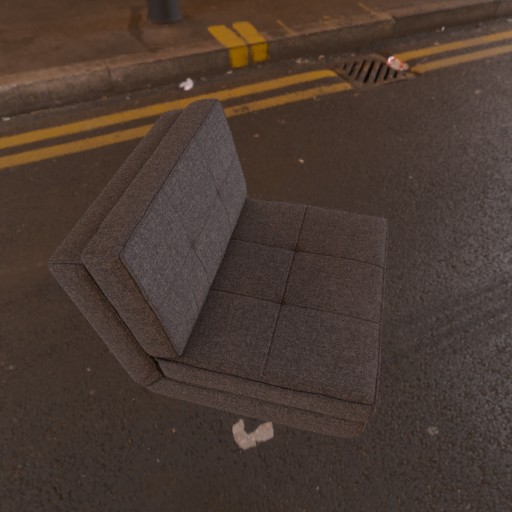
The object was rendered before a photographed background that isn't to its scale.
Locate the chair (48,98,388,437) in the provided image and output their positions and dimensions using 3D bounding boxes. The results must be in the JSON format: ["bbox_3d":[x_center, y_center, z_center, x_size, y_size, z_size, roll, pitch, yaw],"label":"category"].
[{"bbox_3d":[0.000,0.000,1.330,0.800,0.615,0.740,10,47,10],"label":"chair"}]
